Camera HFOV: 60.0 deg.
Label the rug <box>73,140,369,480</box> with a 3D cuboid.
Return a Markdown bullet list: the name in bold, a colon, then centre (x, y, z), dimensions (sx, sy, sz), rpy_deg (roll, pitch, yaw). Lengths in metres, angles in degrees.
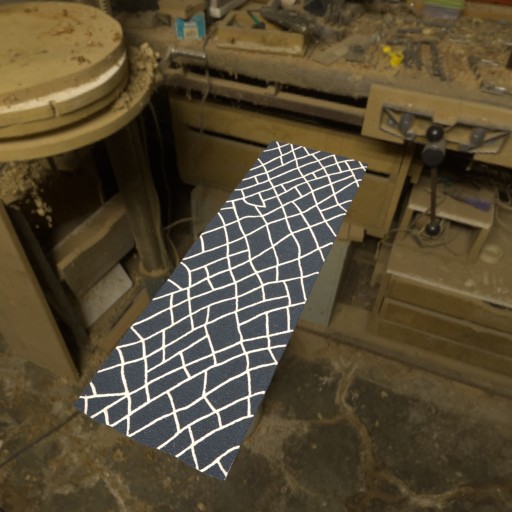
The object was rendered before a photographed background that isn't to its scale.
- **rug**: centre (0.000, 0.000, 2.723), dimensions (0.807, 0.010, 2.476), rpy_deg (18, 50, 16)
